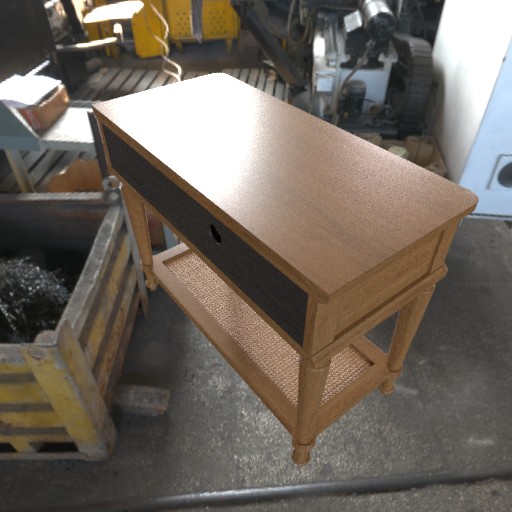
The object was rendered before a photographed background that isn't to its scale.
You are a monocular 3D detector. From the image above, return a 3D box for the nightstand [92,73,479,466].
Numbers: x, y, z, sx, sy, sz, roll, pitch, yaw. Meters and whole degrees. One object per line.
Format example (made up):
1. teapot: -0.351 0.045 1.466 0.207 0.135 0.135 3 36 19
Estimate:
1. nightstand: 0.000 0.000 1.271 0.432 0.700 0.914 -27 48 -28
